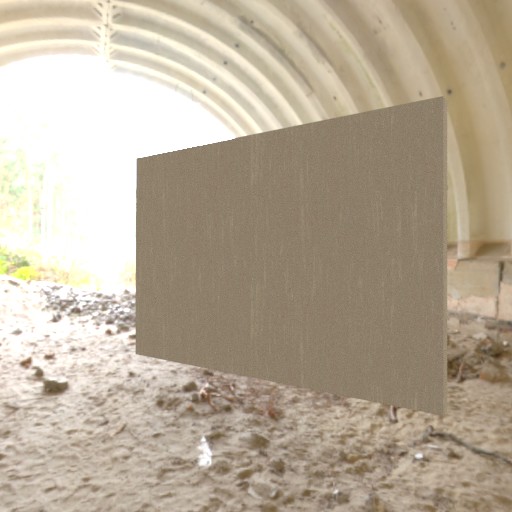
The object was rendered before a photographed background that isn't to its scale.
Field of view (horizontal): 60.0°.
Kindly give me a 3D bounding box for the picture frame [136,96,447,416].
[{"bbox_3d":[0.000,0.000,1.178,0.950,0.640,0.029,0,0,36],"label":"picture frame"}]
